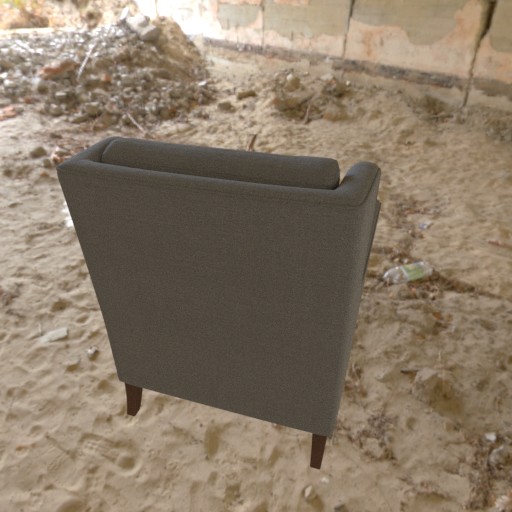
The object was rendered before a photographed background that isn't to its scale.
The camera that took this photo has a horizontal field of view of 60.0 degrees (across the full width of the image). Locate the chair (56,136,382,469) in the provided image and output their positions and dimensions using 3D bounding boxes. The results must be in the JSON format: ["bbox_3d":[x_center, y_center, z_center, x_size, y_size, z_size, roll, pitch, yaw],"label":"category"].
[{"bbox_3d":[0.000,0.000,1.735,0.866,1.056,1.040,9,32,15],"label":"chair"}]
